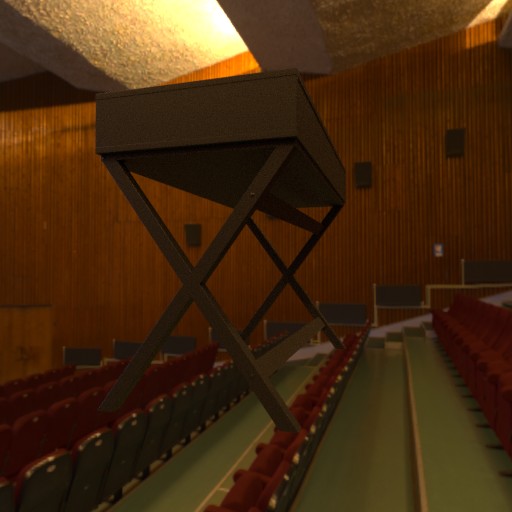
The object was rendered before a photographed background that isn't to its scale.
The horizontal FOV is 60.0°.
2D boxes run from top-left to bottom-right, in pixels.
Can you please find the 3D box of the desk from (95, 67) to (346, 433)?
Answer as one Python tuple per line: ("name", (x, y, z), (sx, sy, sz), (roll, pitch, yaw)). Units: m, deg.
("desk", (0.000, 0.000, 1.516), (0.504, 0.780, 1.057), (0, -1, 17))
